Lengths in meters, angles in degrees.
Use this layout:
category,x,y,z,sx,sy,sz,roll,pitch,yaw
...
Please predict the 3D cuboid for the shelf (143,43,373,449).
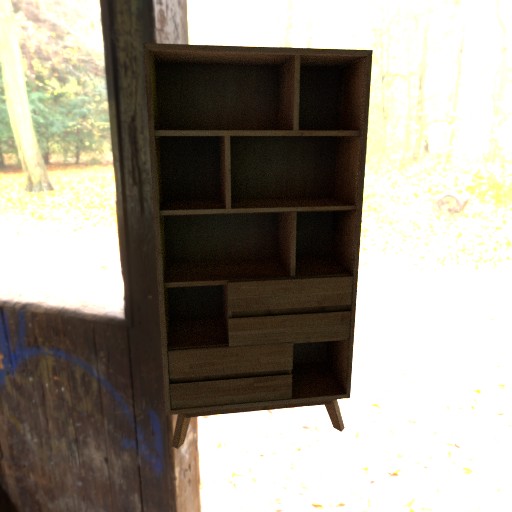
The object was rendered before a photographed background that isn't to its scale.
category,x,y,z,sx,sy,sz,roll,pitch,yaw
shelf,0.000,0.000,1.749,0.748,1.471,0.308,-2,16,-8
